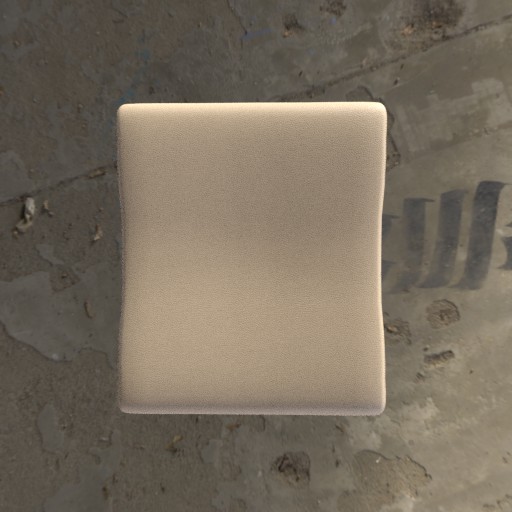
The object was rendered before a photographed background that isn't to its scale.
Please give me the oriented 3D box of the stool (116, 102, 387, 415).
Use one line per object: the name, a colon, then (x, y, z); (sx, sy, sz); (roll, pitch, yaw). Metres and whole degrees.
stool: (0.000, 0.000, 1.020); (0.401, 0.762, 0.471); (0, 91, 1)
